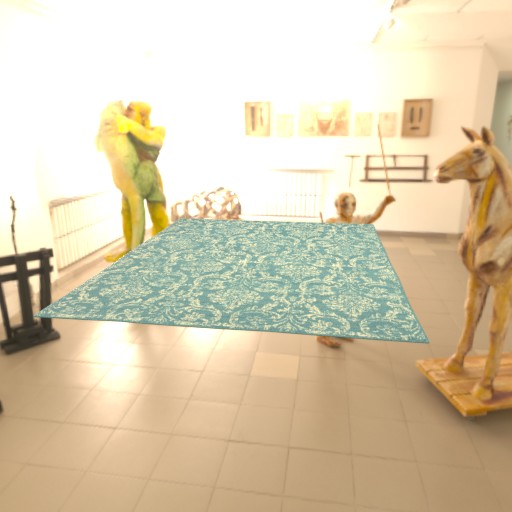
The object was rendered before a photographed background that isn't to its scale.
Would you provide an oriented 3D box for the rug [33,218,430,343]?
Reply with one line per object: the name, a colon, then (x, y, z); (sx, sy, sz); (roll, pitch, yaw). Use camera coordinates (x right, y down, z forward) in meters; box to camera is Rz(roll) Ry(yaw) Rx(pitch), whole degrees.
rug: (0.000, 0.000, 3.996); (2.363, 0.012, 2.980); (2, 17, 8)
